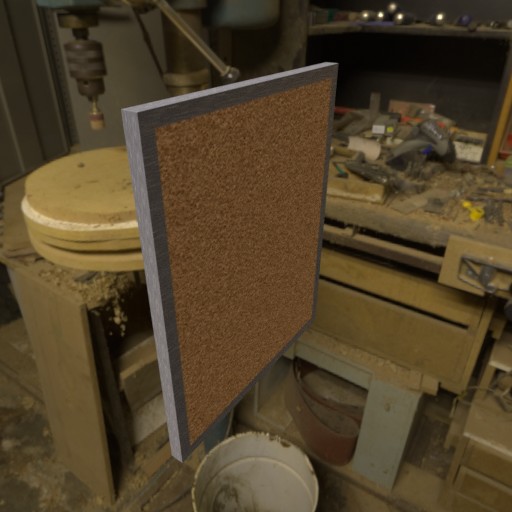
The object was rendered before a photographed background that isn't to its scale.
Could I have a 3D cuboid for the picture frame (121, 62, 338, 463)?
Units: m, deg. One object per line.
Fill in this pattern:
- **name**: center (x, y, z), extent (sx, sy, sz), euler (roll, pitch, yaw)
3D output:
- **picture frame**: center (0.000, 0.000, 0.750), extent (0.029, 0.559, 0.454), euler (20, 36, 30)
